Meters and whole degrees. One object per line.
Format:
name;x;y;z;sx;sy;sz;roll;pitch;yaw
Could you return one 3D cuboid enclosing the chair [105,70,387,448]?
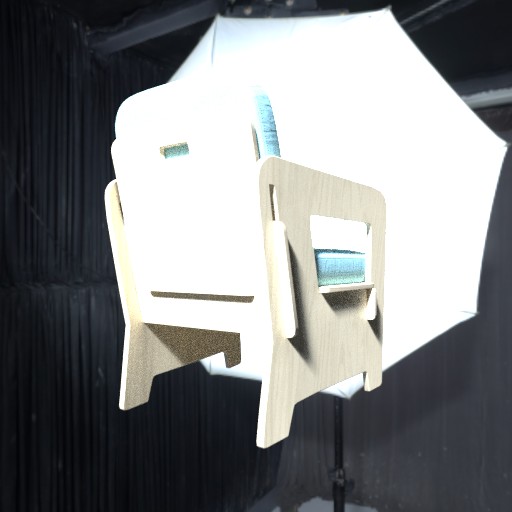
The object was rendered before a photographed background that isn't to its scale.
chair;0.000;0.000;1.285;0.590;0.800;0.710;0;-1;33
